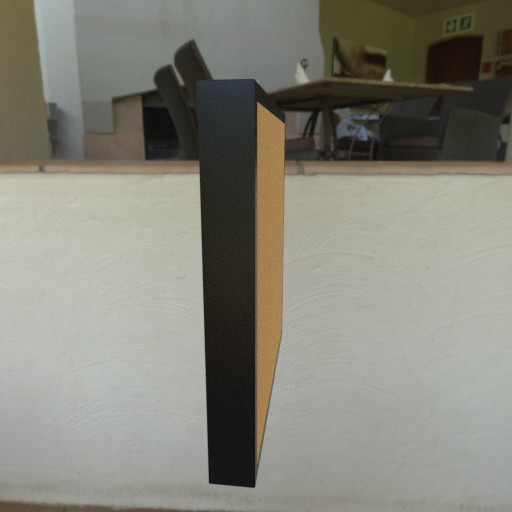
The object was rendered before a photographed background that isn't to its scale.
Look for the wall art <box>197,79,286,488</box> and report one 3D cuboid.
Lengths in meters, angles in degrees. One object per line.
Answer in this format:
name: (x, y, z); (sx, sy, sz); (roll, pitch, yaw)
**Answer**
wall art: (0.000, 0.000, 0.456); (0.037, 0.299, 0.299); (2, 14, 7)
